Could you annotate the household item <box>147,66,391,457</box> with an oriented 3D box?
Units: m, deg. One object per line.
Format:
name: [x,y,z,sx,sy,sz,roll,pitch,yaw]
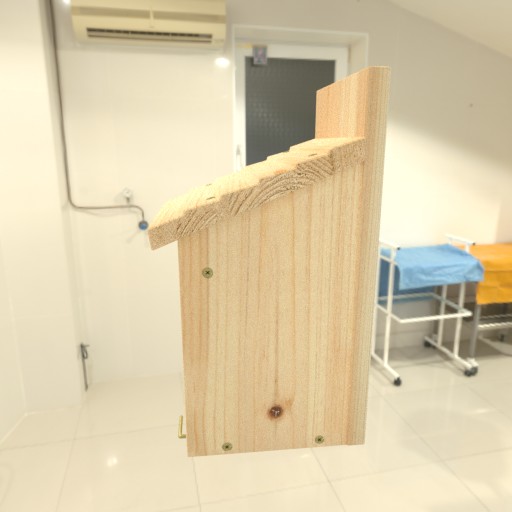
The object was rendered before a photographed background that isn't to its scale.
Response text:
household item: [0.000,0.000,0.401,0.171,0.300,0.149,-2,14,-6]
